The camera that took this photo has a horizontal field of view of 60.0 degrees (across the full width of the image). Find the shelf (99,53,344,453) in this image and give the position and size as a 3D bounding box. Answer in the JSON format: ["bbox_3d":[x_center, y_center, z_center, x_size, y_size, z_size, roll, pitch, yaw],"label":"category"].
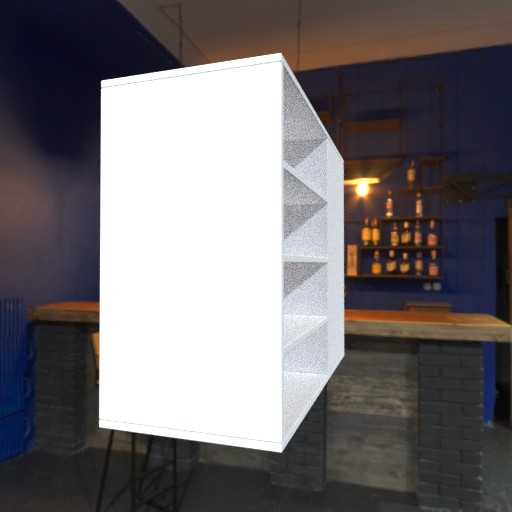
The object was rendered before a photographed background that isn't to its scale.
[{"bbox_3d":[0.000,0.000,1.296,0.396,0.732,0.895,0,-1,18],"label":"shelf"}]
